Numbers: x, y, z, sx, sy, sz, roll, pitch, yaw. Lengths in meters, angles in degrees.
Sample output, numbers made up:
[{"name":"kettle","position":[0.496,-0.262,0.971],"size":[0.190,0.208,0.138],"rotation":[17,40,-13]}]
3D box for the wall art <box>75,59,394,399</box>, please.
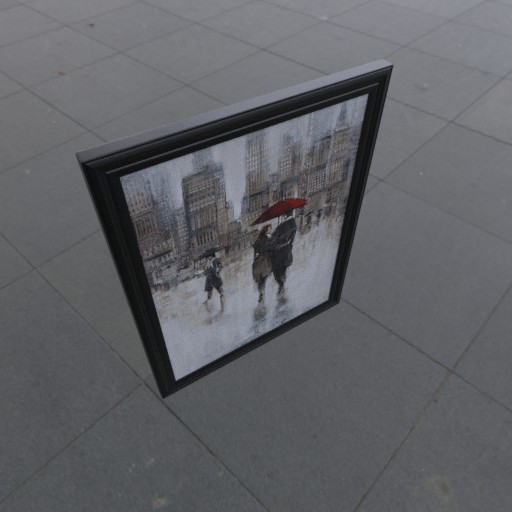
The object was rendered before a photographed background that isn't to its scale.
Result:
[{"name":"wall art","position":[0.000,0.000,1.611],"size":[0.950,1.194,0.053],"rotation":[-25,52,-21]}]
